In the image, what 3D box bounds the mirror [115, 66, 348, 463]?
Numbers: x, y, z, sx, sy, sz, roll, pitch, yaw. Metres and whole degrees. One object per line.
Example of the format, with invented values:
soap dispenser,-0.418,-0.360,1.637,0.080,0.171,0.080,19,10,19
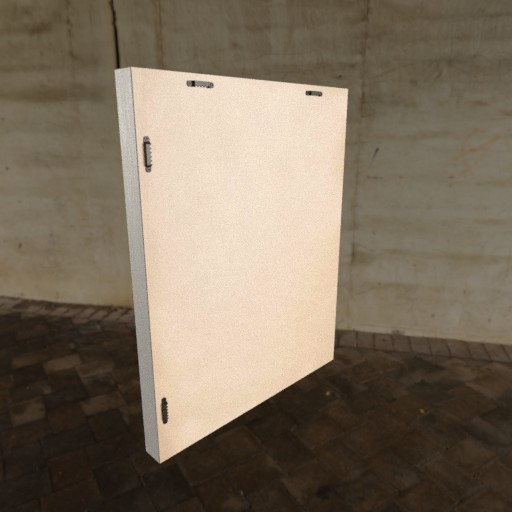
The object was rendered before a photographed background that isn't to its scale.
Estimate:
mirror,0.000,0.000,0.688,0.405,0.508,0.041,-16,22,-43
